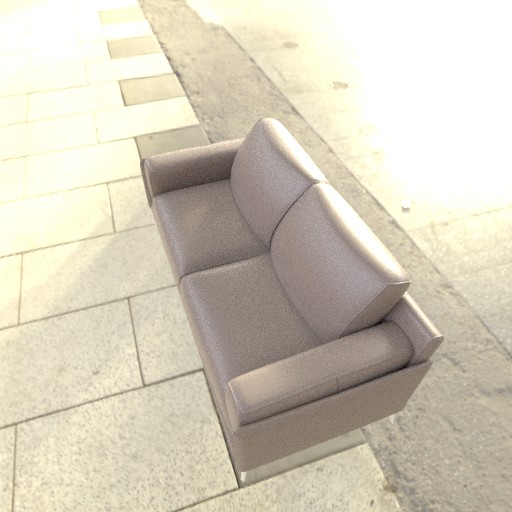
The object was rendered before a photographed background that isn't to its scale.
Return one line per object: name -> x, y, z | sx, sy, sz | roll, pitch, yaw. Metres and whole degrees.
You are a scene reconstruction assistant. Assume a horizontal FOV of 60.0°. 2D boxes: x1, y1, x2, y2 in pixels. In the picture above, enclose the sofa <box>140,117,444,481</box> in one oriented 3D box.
sofa -> 0.000, 0.000, 2.614 | 1.049, 0.930, 2.101 | -15, 47, -15
